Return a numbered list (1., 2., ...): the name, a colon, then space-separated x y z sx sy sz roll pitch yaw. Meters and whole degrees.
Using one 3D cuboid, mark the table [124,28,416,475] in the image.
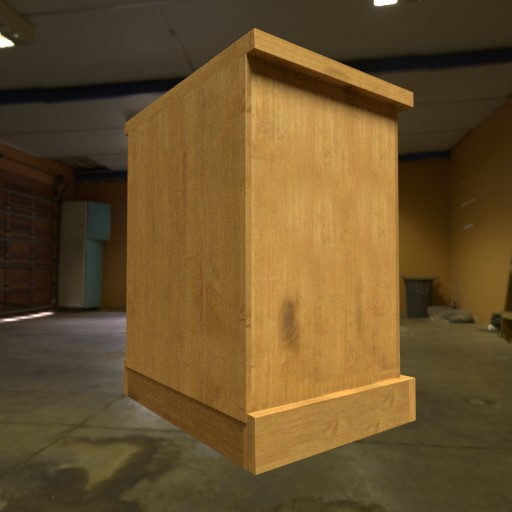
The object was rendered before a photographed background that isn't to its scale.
1. table: 0.000 0.000 1.216 0.500 0.813 0.660 1 -2 -37
